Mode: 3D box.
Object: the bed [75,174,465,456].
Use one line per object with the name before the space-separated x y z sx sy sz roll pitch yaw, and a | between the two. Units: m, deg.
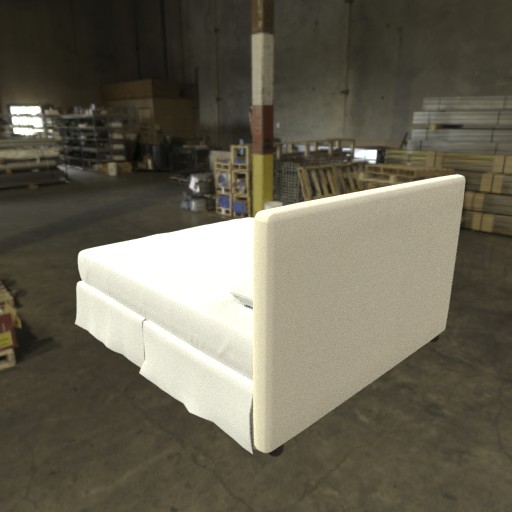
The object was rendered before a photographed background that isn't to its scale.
bed | 0.000 0.000 3.511 2.119 1.317 2.341 -15 23 -41
